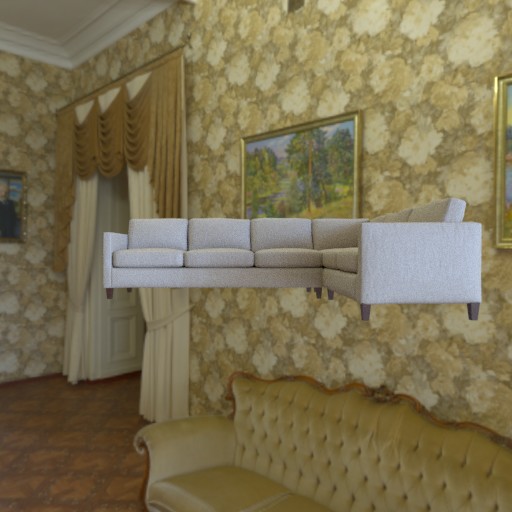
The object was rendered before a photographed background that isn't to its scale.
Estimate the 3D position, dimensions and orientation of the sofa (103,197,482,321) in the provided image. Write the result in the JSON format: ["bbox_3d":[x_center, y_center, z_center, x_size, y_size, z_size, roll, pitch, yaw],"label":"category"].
[{"bbox_3d":[0.000,0.000,4.462,3.333,0.934,2.522,0,0,-1],"label":"sofa"}]
